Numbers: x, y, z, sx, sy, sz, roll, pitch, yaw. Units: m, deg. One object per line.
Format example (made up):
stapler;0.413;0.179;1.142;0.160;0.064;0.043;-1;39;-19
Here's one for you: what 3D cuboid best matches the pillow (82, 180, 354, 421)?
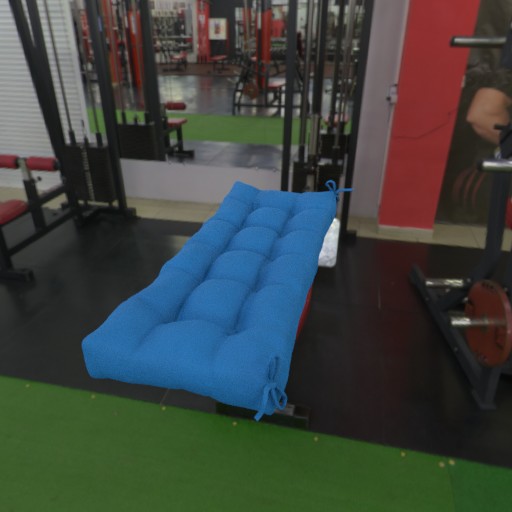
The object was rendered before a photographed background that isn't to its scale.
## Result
pillow;0.000;0.000;1.378;0.511;0.174;1.194;7;29;13
